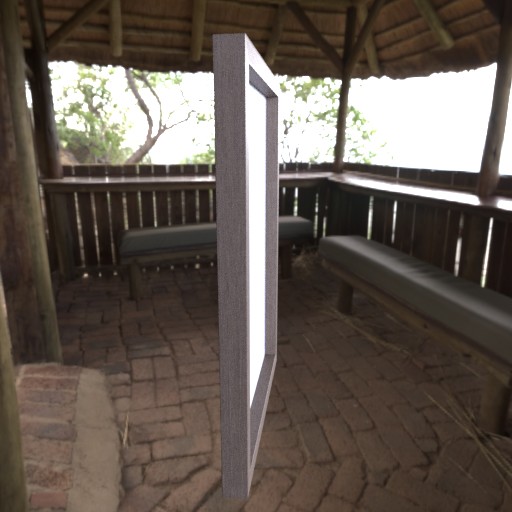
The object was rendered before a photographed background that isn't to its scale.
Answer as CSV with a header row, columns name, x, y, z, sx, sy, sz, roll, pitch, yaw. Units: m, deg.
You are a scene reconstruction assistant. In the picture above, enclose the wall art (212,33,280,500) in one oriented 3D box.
name,x,y,z,sx,sy,sz,roll,pitch,yaw
wall art,0.000,0.000,0.641,0.032,0.510,0.358,2,14,8
